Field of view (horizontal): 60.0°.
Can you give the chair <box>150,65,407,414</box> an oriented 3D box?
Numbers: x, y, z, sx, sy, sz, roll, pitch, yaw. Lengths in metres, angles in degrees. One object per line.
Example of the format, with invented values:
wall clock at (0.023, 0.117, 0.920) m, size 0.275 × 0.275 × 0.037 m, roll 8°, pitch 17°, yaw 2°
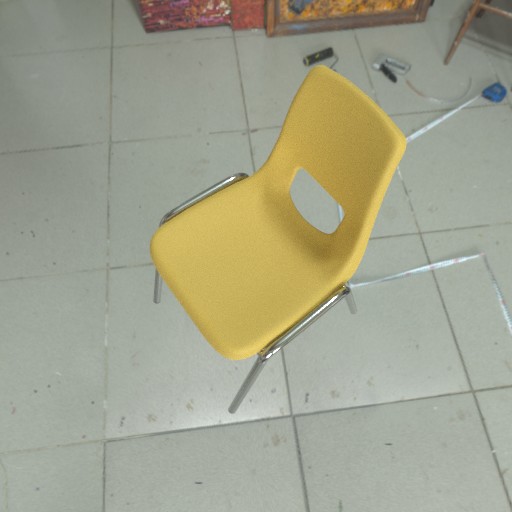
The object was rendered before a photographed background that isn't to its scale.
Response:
chair at (0.000, 0.000, 0.933) m, size 0.436 × 0.653 × 0.381 m, roll -34°, pitch 69°, yaw -15°
